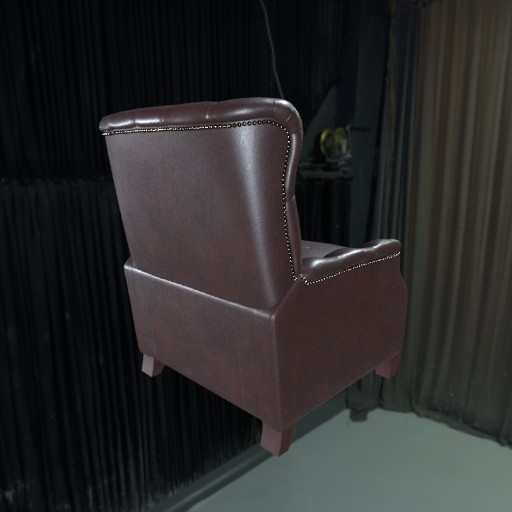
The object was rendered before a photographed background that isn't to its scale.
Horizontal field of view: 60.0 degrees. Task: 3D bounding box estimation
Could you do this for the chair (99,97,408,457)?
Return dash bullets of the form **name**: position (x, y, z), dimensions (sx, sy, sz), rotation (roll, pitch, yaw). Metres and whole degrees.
- **chair**: position (0.000, 0.000, 1.421), dimensions (0.823, 0.864, 0.709), rotation (-13, 18, -44)
